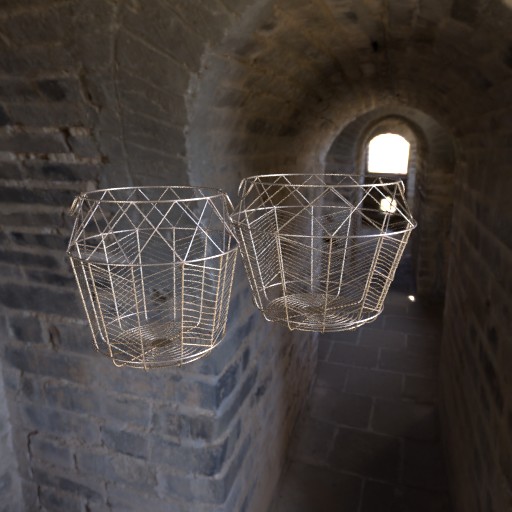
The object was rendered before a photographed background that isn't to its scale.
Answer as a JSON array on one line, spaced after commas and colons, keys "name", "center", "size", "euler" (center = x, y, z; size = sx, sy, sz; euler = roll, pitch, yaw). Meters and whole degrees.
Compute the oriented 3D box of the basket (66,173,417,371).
[{"name": "basket", "center": [0.000, 0.000, 1.026], "size": [0.805, 0.343, 0.451], "euler": [-7, 16, -27]}]
